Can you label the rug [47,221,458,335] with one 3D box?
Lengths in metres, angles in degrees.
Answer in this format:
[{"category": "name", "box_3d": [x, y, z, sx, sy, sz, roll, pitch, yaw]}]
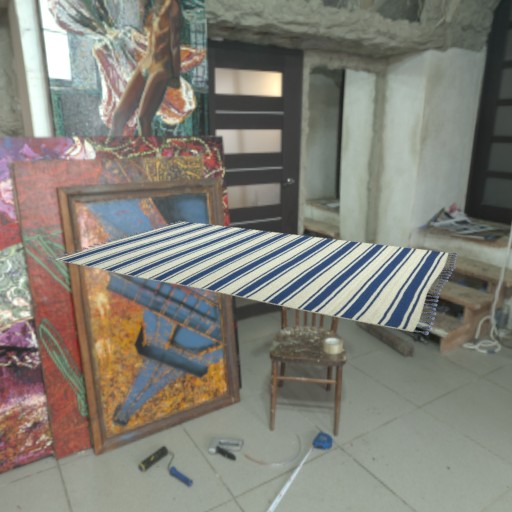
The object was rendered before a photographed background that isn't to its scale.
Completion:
[{"category": "rug", "box_3d": [0.000, 0.000, 2.608, 2.108, 0.009, 1.248, 8, 18, 27]}]
